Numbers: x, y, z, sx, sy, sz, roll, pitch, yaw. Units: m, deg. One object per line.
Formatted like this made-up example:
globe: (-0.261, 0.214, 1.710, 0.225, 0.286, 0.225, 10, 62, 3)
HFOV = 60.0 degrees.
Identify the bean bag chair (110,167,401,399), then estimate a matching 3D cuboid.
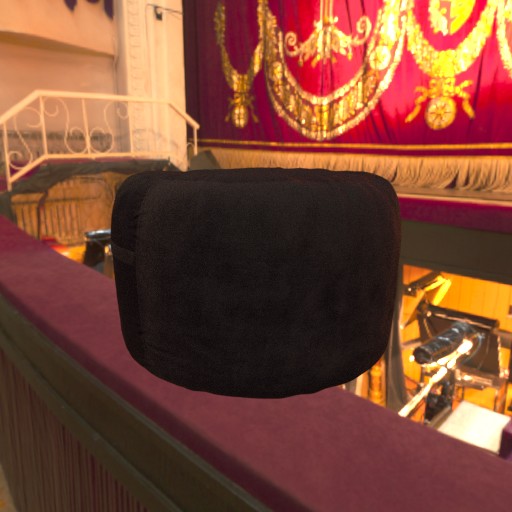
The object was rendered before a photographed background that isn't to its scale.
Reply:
bean bag chair: (0.000, 0.000, 1.970, 1.219, 0.762, 1.219, 0, 13, 0)
